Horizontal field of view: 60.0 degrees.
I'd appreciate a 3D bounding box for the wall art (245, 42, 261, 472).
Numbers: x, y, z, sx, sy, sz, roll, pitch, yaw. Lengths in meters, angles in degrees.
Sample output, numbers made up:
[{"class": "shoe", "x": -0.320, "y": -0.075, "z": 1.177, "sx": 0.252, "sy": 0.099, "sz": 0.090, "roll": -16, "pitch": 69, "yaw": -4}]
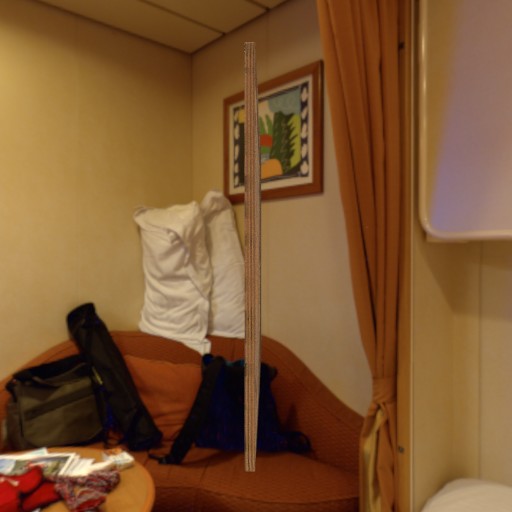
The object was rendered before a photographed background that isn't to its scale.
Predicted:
[{"class": "wall art", "x": 0.000, "y": 0.000, "z": 0.675, "sx": 0.010, "sy": 0.408, "sz": 0.508, "roll": 0, "pitch": 0, "yaw": 1}]
